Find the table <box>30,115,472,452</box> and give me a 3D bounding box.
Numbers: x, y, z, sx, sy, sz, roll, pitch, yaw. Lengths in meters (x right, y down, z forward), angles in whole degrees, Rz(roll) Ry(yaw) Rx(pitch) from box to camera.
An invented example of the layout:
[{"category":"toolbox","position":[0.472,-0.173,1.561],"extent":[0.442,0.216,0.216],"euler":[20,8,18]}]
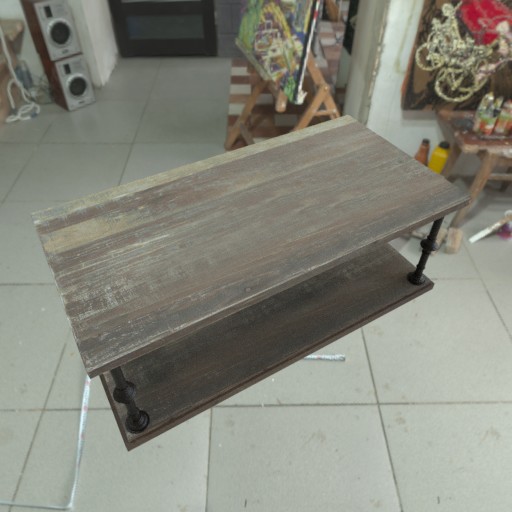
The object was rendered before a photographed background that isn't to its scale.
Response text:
[{"category":"table","position":[0.000,0.000,1.364],"extent":[1.088,0.399,0.554],"euler":[-23,49,-21]}]
